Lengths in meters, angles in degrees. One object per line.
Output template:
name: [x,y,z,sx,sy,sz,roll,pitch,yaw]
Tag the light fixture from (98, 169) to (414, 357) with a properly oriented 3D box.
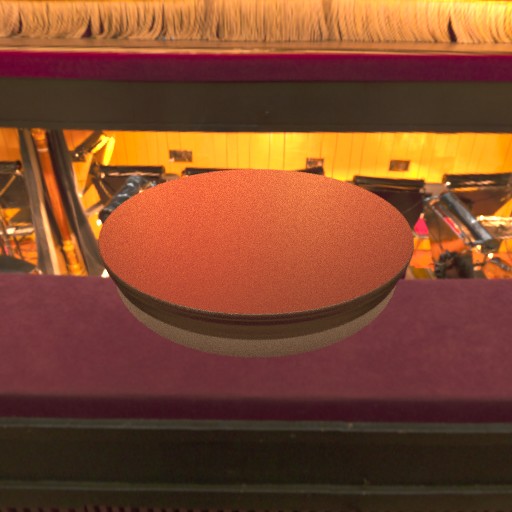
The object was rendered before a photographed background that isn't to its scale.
light fixture: [0.000,0.000,0.563,0.368,0.100,0.368,0,31,0]
